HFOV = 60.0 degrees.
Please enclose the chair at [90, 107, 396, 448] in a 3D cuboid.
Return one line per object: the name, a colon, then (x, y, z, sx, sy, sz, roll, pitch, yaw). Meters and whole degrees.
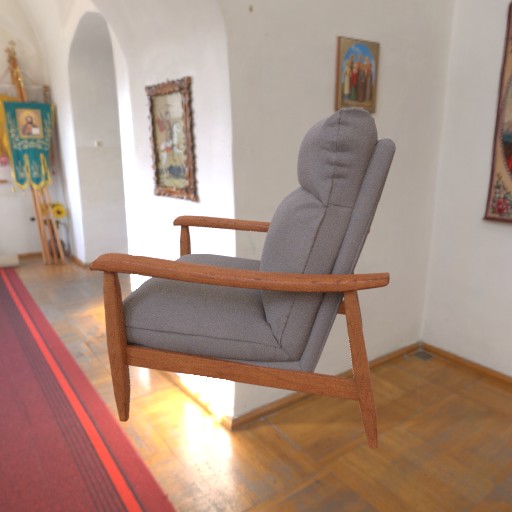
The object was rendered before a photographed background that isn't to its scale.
chair: (0.000, 0.000, 1.513, 0.816, 0.922, 0.782, 2, 15, 9)
